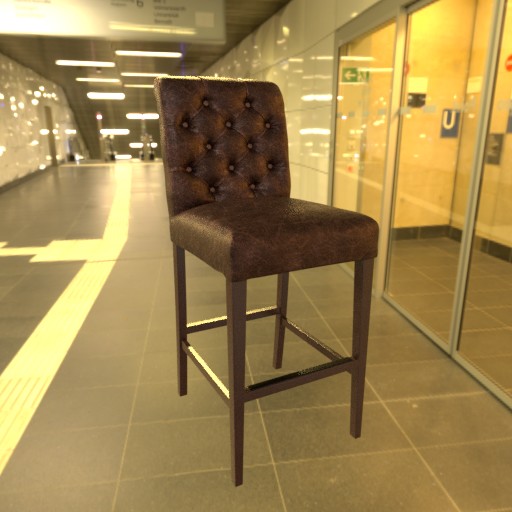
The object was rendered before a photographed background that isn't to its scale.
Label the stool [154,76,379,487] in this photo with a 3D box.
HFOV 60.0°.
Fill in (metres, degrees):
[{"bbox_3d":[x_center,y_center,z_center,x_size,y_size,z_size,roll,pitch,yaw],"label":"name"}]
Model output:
[{"bbox_3d":[0.000,0.000,1.487,0.483,1.168,0.659,-8,18,-27],"label":"stool"}]
